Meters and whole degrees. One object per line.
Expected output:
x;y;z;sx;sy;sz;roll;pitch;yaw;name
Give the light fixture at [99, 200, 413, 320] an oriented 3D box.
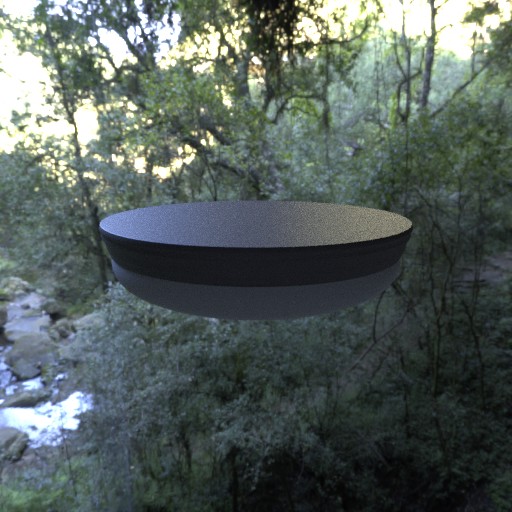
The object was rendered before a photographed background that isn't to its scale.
0.000;0.000;0.560;0.368;0.100;0.368;0;13;0;light fixture
